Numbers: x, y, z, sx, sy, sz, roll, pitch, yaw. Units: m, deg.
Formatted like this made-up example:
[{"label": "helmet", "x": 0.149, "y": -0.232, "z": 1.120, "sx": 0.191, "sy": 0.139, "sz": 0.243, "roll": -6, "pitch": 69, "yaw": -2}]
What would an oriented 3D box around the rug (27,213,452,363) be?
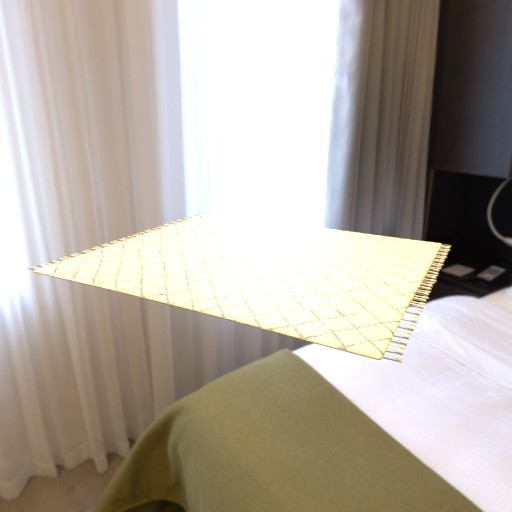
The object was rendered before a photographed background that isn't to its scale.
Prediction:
[{"label": "rug", "x": 0.000, "y": 0.000, "z": 4.712, "sx": 3.585, "sy": 0.036, "sz": 2.892, "roll": 10, "pitch": 20, "yaw": 27}]
